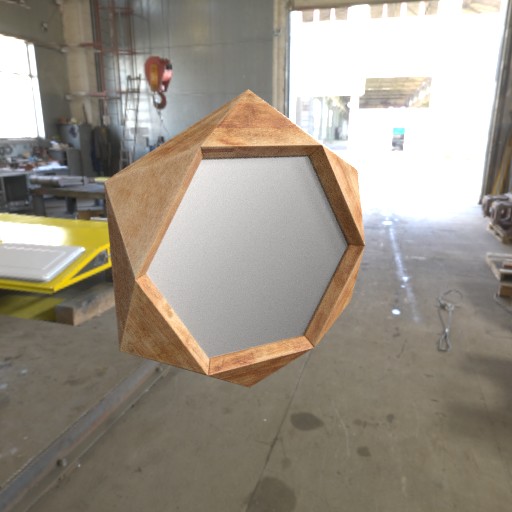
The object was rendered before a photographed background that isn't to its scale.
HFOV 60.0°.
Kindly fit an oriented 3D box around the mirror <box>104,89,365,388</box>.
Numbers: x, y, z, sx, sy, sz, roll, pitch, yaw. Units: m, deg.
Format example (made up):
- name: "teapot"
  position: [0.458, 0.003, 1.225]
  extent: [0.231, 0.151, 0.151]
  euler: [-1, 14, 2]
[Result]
- name: "mirror"
  position: [0.000, 0.000, 1.094]
  extent: [0.675, 0.779, 0.091]
  euler: [-8, 17, -26]
